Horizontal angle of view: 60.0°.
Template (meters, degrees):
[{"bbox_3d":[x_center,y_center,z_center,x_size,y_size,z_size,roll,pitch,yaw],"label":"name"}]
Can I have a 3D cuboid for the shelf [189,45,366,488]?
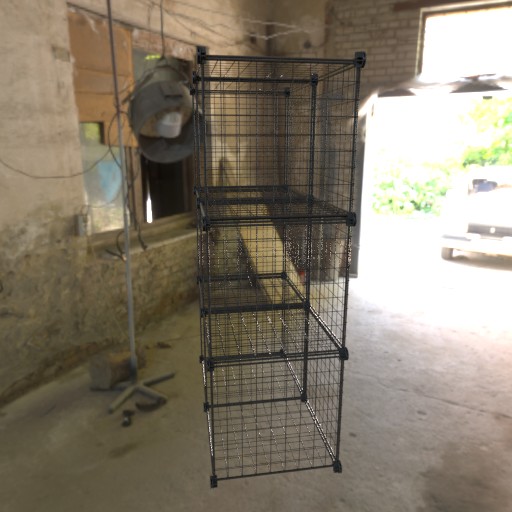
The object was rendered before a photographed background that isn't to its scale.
[{"bbox_3d":[0.000,0.000,1.380,0.356,1.067,0.711,-2,15,-9],"label":"shelf"}]
